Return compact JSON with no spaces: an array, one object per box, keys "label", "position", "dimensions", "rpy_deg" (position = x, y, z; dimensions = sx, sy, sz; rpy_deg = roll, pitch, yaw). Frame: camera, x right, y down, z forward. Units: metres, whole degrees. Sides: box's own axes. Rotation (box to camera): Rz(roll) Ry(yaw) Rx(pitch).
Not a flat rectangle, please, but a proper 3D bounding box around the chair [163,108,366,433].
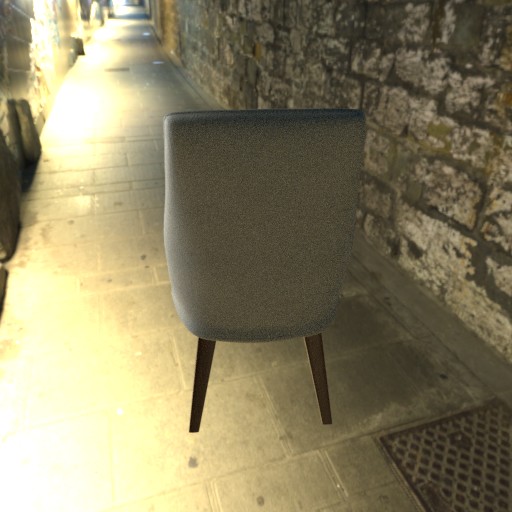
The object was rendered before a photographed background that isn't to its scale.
[{"label":"chair","position":[0.000,0.000,1.261],"dimensions":[0.500,0.930,0.620],"rpy_deg":[-2,31,-4]}]
